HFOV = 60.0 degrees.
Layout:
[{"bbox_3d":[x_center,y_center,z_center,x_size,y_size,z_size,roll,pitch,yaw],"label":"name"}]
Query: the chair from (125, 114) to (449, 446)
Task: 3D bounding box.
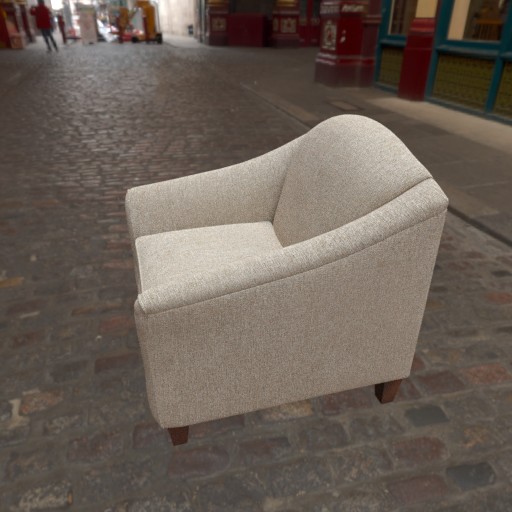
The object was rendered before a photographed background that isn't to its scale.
[{"bbox_3d":[0.000,0.000,1.445,0.787,0.839,0.763,-8,30,-14],"label":"chair"}]
